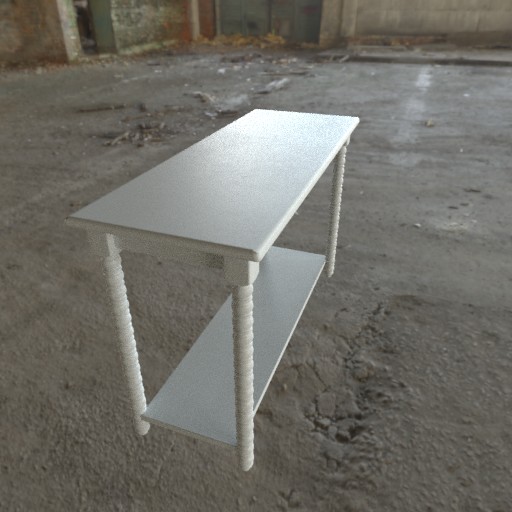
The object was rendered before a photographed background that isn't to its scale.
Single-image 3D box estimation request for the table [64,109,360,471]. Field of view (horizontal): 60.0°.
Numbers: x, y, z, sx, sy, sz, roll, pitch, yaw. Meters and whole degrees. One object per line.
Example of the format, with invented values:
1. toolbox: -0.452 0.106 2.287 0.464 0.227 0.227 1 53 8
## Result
1. table: 0.000 0.000 1.555 0.459 0.740 1.184 11 32 18
